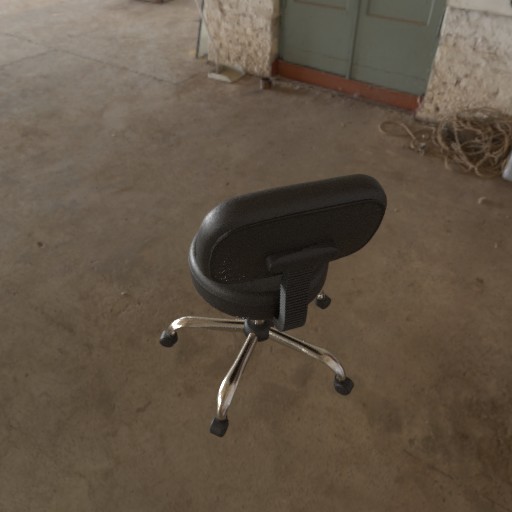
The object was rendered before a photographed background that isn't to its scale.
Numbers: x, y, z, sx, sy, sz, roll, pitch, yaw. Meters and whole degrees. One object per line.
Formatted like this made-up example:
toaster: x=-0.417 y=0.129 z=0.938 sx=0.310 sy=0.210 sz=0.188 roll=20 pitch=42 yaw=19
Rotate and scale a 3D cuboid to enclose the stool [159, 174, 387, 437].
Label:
stool: x=0.000 y=0.000 z=1.334 sx=0.673 sy=0.862 sz=0.648 roll=-13 pitch=45 yaw=-13
